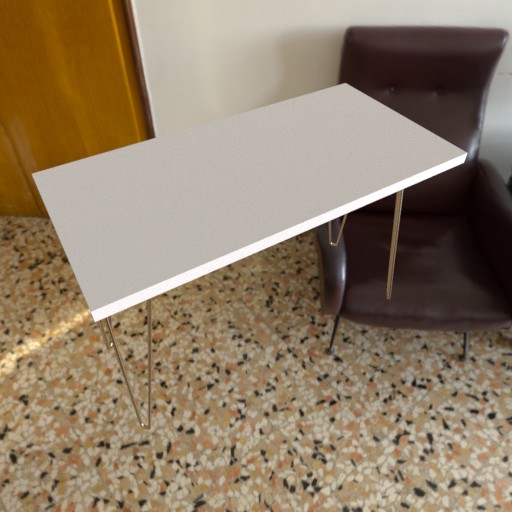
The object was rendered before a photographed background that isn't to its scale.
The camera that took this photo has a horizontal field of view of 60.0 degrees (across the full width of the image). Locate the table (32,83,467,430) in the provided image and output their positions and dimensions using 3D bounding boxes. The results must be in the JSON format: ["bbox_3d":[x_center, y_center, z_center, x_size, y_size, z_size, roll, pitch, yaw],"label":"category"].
[{"bbox_3d":[0.000,0.000,1.352,0.991,0.660,0.498,-23,50,-22],"label":"table"}]
